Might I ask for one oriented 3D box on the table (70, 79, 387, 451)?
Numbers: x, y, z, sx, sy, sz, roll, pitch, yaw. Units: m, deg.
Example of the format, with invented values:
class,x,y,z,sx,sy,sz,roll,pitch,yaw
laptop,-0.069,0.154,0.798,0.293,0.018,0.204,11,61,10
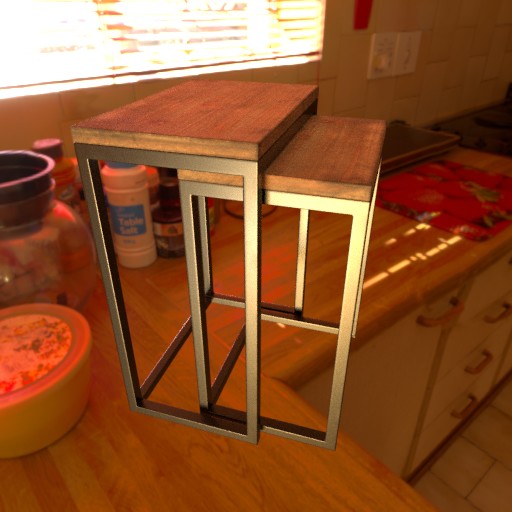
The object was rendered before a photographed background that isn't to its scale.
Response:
class,x,y,z,sx,sy,sz,roll,pitch,yaw
table,0.000,0.000,0.934,0.460,0.615,0.456,10,32,17
